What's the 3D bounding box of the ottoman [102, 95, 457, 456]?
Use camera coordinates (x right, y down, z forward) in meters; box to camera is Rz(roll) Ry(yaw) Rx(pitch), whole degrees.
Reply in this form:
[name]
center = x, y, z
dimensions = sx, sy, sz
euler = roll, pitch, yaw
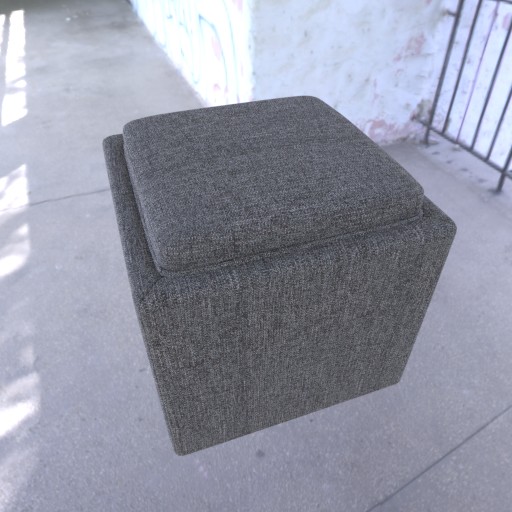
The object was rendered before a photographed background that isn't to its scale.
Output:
[ottoman]
center = 0.000, 0.000, 0.825
dimensions = 0.450, 0.460, 0.450
euler = -13, 43, -14
